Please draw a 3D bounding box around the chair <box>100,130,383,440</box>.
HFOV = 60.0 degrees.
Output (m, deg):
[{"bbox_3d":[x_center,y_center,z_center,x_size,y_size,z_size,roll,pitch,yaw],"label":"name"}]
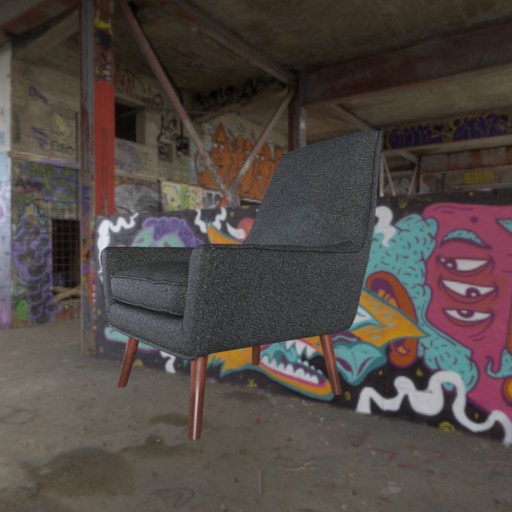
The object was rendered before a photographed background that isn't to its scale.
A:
[{"bbox_3d":[0.000,0.000,1.509,0.859,0.883,0.763,0,1,-36],"label":"chair"}]
